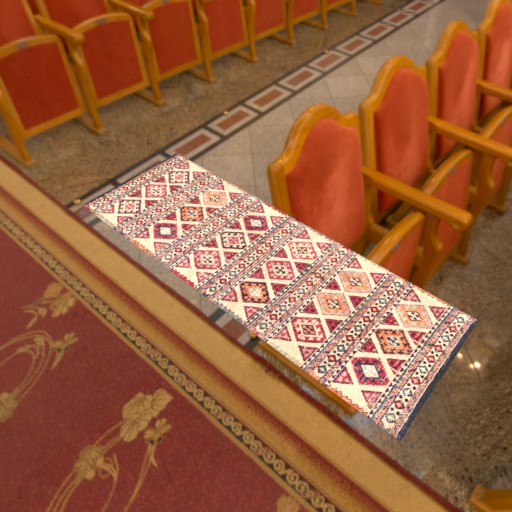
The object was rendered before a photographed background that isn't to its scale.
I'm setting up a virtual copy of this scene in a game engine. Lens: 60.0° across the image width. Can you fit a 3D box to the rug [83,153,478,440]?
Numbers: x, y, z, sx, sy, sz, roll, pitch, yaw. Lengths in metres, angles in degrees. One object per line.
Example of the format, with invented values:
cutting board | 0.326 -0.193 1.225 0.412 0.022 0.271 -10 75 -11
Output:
rug | 0.000 0.000 2.632 2.362 0.008 0.832 32 54 27
